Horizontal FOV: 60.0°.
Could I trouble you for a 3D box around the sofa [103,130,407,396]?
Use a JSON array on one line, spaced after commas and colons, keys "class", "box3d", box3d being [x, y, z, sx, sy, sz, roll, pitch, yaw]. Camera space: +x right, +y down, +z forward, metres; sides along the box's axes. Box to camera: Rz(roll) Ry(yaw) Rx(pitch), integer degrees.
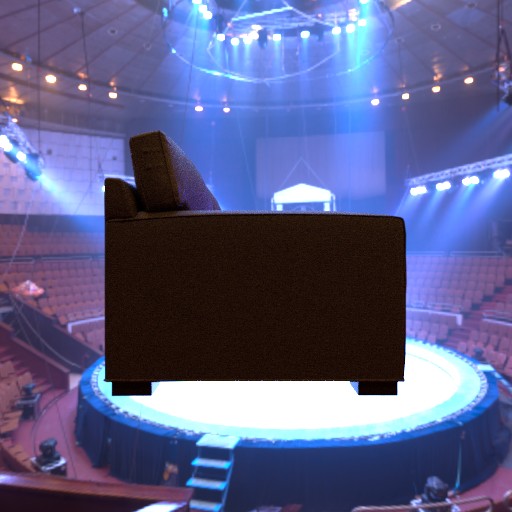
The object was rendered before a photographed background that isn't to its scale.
[{"class": "sofa", "box3d": [0.000, 0.000, 2.163, 0.974, 0.887, 1.534, 0, 0, 0]}]
